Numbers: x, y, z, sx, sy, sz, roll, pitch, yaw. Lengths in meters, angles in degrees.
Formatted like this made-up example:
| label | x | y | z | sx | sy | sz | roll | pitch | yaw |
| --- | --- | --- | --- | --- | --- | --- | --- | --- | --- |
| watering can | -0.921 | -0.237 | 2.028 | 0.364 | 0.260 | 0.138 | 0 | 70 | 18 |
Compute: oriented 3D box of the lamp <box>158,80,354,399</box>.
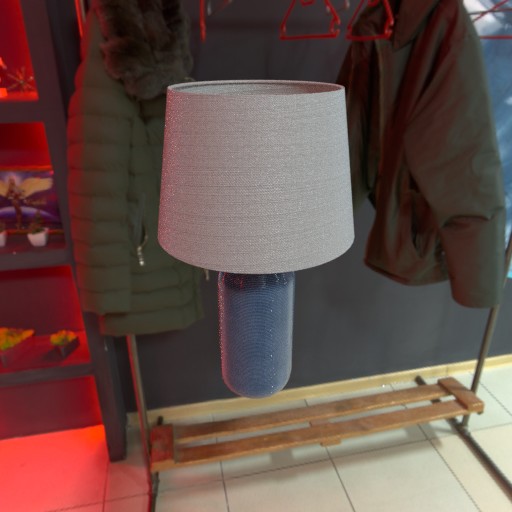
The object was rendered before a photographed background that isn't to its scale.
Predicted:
| label | x | y | z | sx | sy | sz | roll | pitch | yaw |
| --- | --- | --- | --- | --- | --- | --- | --- | --- | --- |
| lamp | 0.000 | 0.000 | 0.597 | 0.253 | 0.428 | 0.253 | 0 | 25 | 0 |
